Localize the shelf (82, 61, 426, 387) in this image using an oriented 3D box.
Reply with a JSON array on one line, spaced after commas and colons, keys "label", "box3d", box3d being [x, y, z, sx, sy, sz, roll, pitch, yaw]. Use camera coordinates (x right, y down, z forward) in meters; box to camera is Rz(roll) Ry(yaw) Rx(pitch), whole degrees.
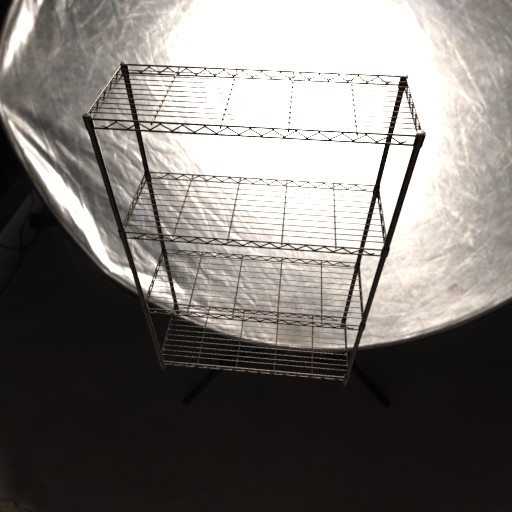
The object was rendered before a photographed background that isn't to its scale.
[{"label": "shelf", "box3d": [0.000, 0.000, 1.768, 0.907, 1.361, 0.352, 4, 47, 4]}]
